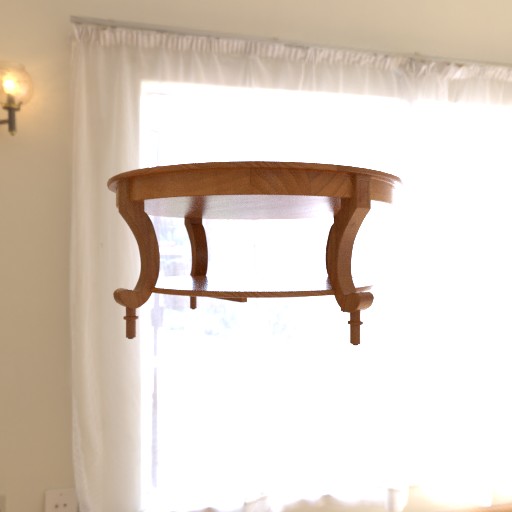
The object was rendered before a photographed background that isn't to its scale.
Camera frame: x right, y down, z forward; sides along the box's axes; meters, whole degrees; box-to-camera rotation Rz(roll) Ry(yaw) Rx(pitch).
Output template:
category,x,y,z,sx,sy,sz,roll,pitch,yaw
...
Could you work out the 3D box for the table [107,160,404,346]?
category,x,y,z,sx,sy,sz,roll,pitch,yaw
table,0.000,0.000,1.616,1.029,0.490,1.029,0,1,0
